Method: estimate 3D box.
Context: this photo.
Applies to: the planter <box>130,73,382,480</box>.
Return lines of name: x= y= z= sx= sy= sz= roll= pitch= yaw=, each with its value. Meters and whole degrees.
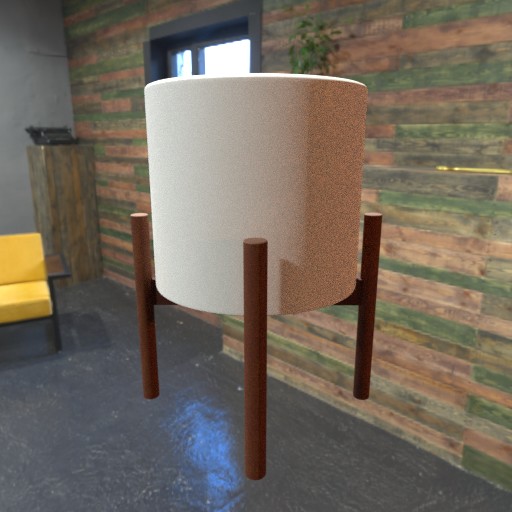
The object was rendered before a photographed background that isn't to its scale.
planter: x=0.000 y=0.000 z=0.502 sx=0.224 sy=0.358 sz=0.224 roll=-14 pitch=20 yaw=-43
